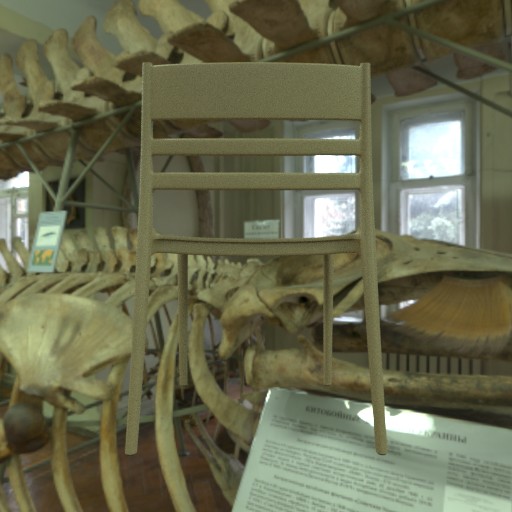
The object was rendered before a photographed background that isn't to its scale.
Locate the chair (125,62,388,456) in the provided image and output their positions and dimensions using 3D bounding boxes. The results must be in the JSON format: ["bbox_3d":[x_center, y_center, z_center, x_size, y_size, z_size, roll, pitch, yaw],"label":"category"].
[{"bbox_3d":[0.000,0.000,1.126,0.531,0.800,0.511,0,0,0],"label":"chair"}]
